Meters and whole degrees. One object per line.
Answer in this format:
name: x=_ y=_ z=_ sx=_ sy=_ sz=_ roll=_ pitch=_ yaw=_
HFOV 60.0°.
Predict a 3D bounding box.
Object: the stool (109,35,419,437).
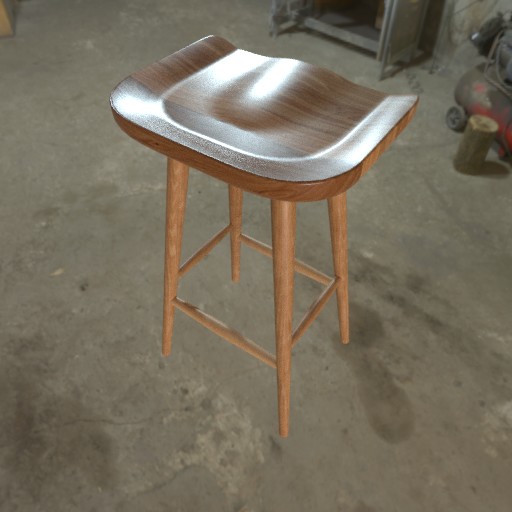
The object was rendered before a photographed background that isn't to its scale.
stool: x=0.000 y=0.000 z=0.913 sx=0.407 sy=0.698 sz=0.322 roll=27 pitch=53 yaw=23
